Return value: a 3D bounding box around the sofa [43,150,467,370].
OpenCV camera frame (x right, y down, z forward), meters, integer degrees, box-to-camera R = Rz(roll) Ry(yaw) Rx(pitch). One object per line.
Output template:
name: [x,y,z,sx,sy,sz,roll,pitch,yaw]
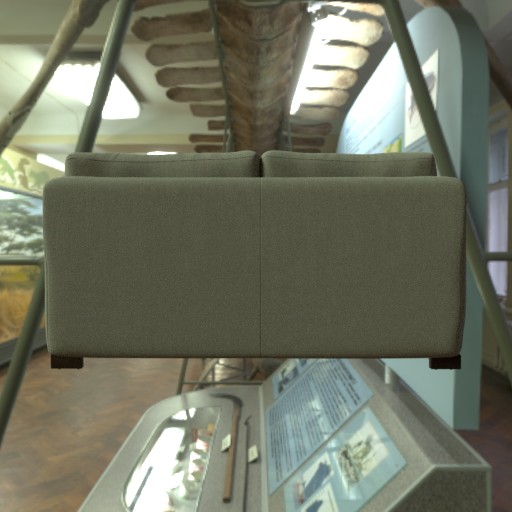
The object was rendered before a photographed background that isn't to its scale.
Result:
sofa: [0.000,0.000,2.376,1.855,0.980,0.962,0,1,0]
